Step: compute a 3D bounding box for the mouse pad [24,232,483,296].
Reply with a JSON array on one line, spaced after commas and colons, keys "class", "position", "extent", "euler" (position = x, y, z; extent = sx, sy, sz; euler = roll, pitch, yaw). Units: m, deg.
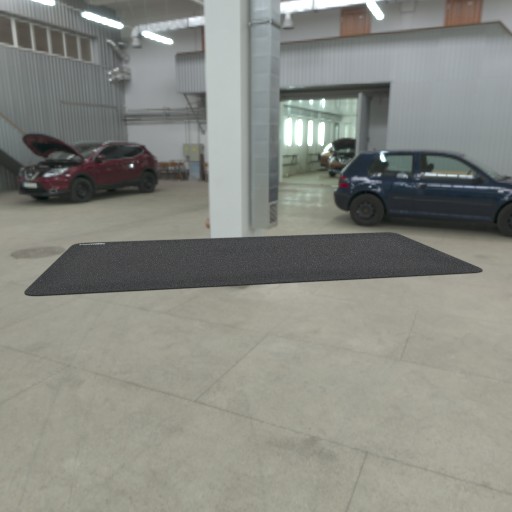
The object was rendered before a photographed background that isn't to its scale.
[{"class": "mouse pad", "position": [0.000, 0.000, 1.045], "extent": [0.907, 0.003, 0.424], "euler": [-2, 15, -9]}]
